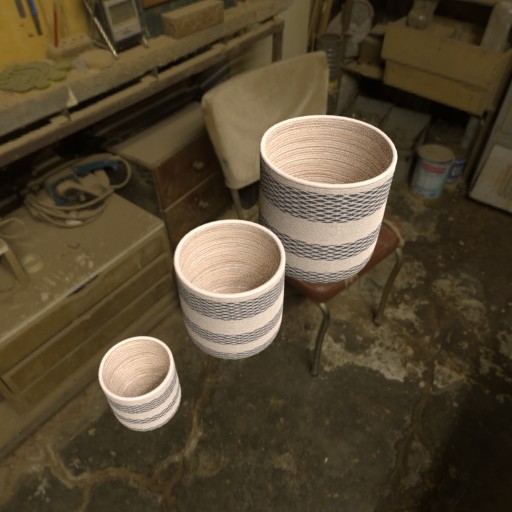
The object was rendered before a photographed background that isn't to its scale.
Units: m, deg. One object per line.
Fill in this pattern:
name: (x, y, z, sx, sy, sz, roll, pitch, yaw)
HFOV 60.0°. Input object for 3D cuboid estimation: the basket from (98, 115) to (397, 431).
basket: (0.000, 0.000, 1.095, 0.351, 0.356, 0.917, 31, 53, 27)
